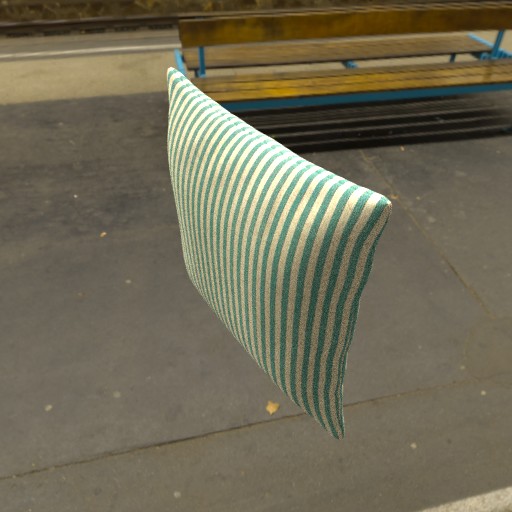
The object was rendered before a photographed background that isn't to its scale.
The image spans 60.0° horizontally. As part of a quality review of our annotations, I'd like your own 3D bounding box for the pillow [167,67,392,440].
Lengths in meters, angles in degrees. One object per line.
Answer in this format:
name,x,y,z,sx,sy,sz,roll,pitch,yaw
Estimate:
pillow,0.000,0.000,0.784,0.166,0.510,0.523,-24,46,-25
